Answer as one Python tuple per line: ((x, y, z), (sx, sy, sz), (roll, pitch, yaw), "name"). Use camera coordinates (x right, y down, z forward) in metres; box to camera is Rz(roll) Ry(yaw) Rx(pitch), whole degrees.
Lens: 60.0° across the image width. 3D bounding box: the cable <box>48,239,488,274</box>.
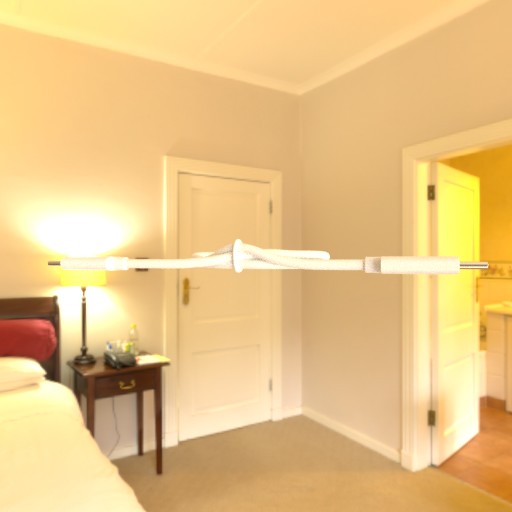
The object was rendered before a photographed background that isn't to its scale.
((0.000, 0.000, 0.209), (0.186, 0.014, 0.070), (0, 0, 19), "cable")
